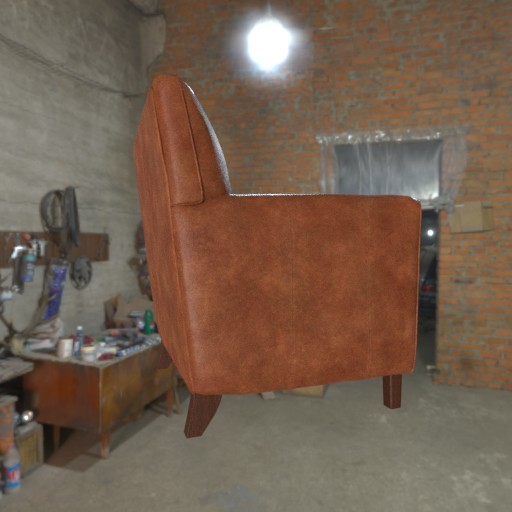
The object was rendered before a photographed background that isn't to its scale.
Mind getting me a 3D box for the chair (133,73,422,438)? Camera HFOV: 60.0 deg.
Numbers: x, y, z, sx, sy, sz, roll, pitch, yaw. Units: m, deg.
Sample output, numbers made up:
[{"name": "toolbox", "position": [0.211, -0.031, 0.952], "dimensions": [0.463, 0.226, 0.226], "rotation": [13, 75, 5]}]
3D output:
[{"name": "chair", "position": [0.000, 0.000, 1.610], "dimensions": [0.823, 0.943, 0.870], "rotation": [0, 1, -19]}]
